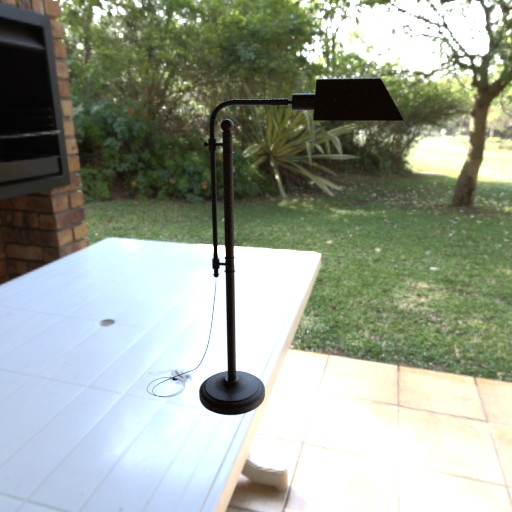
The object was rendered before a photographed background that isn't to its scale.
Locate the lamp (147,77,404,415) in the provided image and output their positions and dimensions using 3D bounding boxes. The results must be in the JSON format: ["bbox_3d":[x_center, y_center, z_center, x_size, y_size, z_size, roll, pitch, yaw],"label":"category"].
[{"bbox_3d":[0.000,0.000,0.955,0.545,0.708,0.159,3,18,10],"label":"lamp"}]
